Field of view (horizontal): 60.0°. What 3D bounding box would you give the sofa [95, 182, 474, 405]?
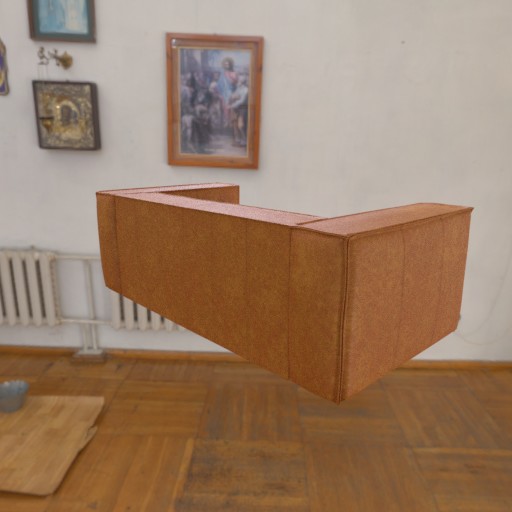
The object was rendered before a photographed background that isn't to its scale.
[{"bbox_3d":[0.000,0.000,2.639,1.102,0.703,2.088,-13,19,-41],"label":"sofa"}]
